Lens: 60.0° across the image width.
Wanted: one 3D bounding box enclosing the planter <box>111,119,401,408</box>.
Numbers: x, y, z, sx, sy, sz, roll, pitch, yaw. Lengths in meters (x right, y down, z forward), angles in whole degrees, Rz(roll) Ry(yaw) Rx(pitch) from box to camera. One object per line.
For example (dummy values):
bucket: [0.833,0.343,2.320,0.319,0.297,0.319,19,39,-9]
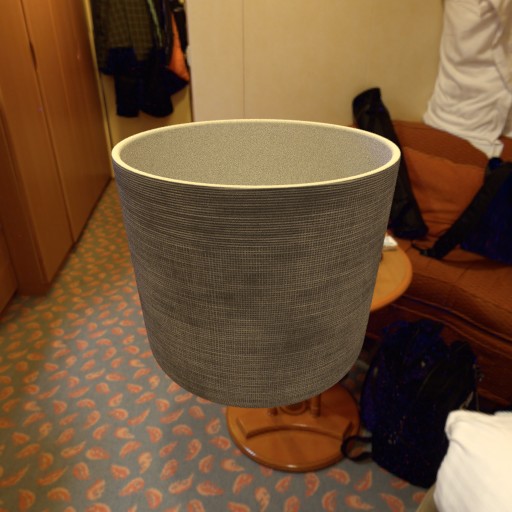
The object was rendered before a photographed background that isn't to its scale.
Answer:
planter: [0.000,0.000,0.790,0.440,0.398,0.440,0,27,0]
